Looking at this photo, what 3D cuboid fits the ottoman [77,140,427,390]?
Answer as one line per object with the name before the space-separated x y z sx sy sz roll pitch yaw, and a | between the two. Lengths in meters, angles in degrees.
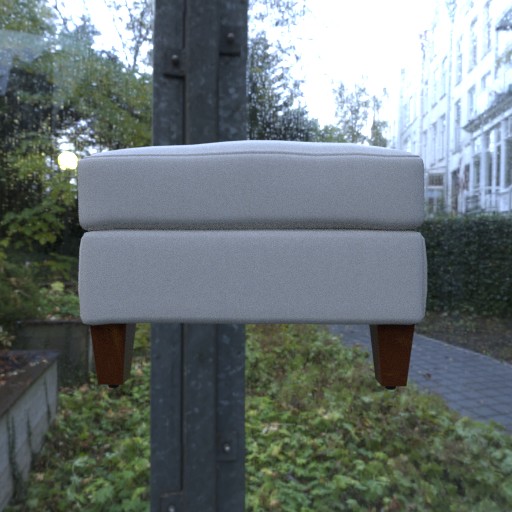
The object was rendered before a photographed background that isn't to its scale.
ottoman | 0.000 0.000 1.167 0.634 0.479 0.818 0 1 1
